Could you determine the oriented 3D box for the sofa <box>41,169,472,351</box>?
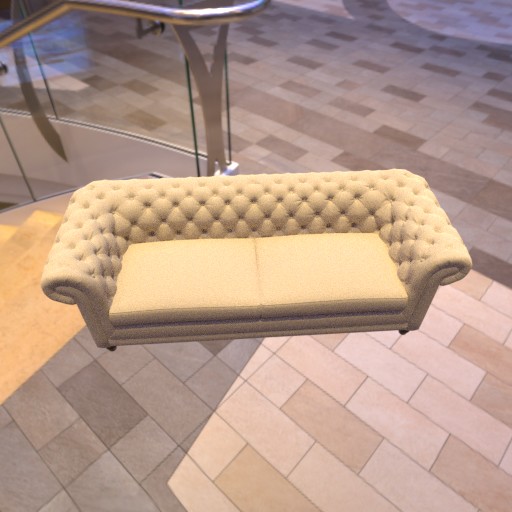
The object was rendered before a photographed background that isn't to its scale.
[{"bbox_3d":[0.000,0.000,3.245,2.694,0.847,1.076,-3,44,-3],"label":"sofa"}]
